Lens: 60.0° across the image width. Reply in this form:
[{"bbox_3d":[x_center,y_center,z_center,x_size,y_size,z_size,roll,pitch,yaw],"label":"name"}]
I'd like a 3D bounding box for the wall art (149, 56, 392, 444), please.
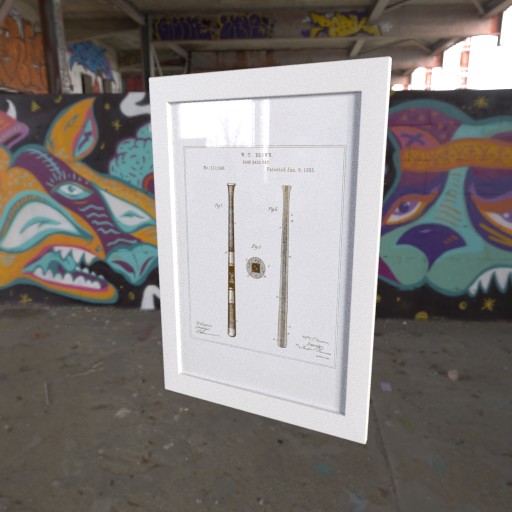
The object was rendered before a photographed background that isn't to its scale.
[{"bbox_3d":[0.000,0.000,0.611,0.329,0.482,0.011,6,15,25],"label":"wall art"}]
